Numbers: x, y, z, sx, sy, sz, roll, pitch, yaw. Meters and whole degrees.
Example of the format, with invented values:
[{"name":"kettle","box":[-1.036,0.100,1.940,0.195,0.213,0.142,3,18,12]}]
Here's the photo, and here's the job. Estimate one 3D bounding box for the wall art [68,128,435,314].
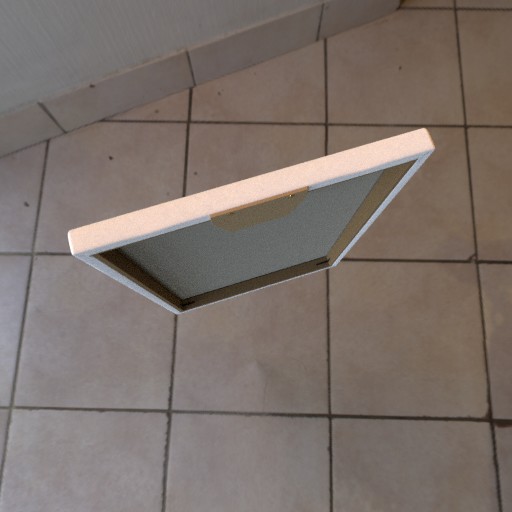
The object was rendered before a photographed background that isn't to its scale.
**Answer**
[{"name":"wall art","box":[0.000,0.000,1.147,0.602,0.916,0.048,-17,77,-4]}]
